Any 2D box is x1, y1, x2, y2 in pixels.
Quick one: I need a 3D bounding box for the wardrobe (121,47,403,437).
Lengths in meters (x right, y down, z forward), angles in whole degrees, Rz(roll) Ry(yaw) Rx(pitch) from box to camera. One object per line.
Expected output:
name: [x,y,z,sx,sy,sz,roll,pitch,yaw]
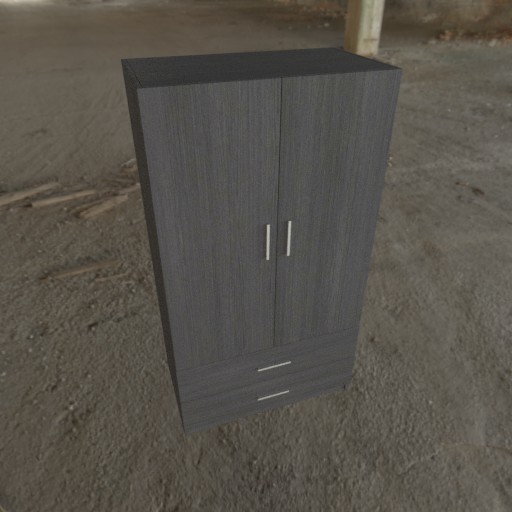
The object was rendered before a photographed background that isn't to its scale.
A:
wardrobe: [0.000,0.000,2.242,0.991,1.808,0.577,-11,35,-16]
